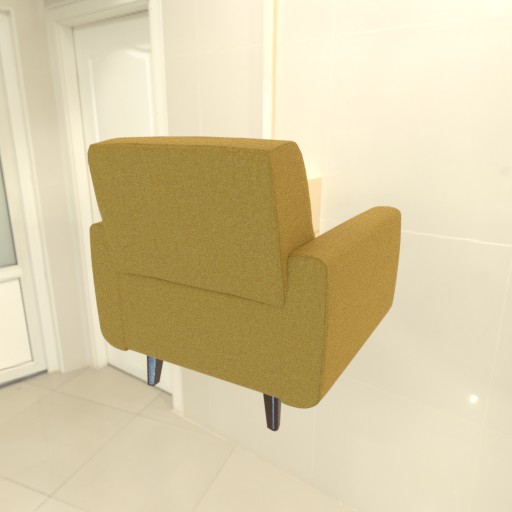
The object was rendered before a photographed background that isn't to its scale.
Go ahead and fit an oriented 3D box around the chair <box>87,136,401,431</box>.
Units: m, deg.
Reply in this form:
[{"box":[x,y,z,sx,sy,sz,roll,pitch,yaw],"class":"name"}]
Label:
[{"box":[0.000,0.000,1.584,0.831,0.841,0.909,9,19,28],"class":"chair"}]
